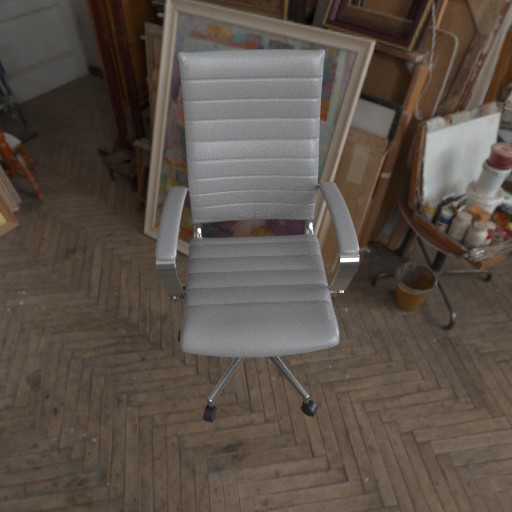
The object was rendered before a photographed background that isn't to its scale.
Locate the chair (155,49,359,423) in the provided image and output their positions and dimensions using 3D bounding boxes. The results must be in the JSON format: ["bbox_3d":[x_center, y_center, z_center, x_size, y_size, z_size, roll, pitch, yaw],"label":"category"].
[{"bbox_3d":[0.000,0.000,1.525,0.679,1.149,0.667,-2,45,-2],"label":"chair"}]
